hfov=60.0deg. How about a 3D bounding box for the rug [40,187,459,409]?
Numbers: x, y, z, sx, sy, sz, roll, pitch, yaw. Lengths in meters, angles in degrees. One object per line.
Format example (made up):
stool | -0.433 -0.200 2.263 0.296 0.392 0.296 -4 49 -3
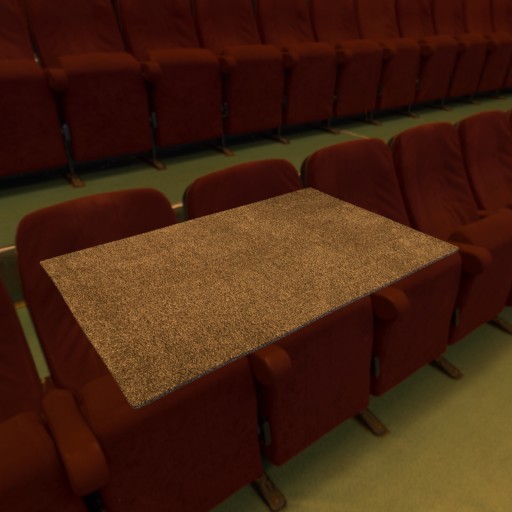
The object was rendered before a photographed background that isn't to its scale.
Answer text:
rug | 0.000 0.000 2.936 2.352 0.025 1.501 -19 34 -31
